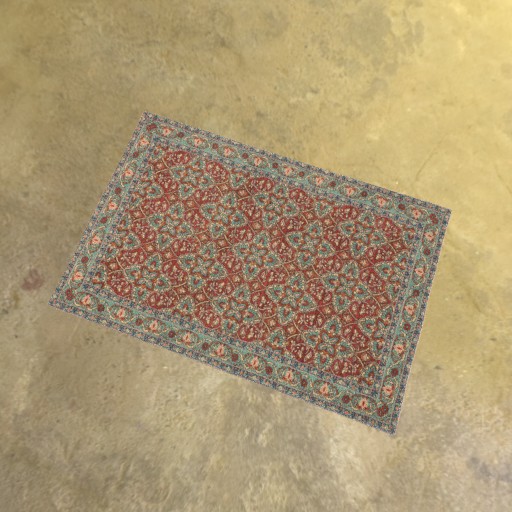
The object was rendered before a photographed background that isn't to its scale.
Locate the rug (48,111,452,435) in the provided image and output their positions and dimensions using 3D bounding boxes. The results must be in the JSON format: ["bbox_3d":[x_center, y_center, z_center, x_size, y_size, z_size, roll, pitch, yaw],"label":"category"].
[{"bbox_3d":[0.000,0.000,2.337,1.829,0.009,1.219,19,75,5],"label":"rug"}]
